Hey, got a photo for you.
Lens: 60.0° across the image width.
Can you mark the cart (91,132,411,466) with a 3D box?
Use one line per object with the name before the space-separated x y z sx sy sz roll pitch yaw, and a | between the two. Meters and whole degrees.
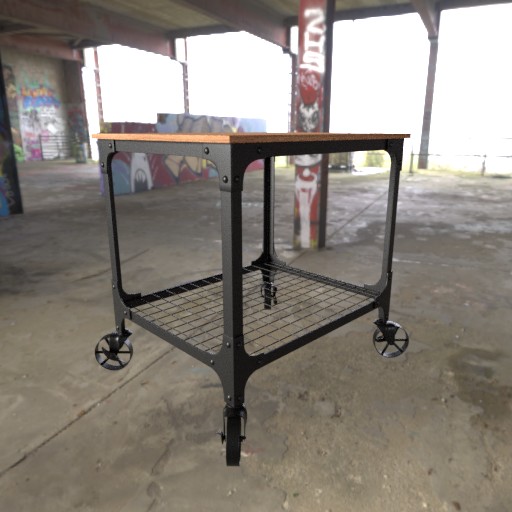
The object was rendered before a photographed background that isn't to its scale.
cart | 0.000 0.000 1.131 0.666 0.603 0.558 -15 22 -42
